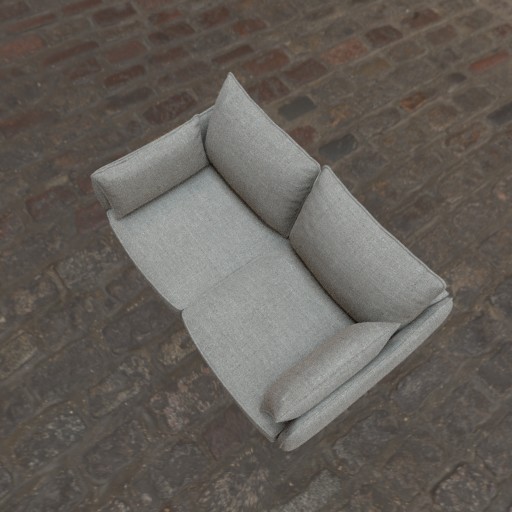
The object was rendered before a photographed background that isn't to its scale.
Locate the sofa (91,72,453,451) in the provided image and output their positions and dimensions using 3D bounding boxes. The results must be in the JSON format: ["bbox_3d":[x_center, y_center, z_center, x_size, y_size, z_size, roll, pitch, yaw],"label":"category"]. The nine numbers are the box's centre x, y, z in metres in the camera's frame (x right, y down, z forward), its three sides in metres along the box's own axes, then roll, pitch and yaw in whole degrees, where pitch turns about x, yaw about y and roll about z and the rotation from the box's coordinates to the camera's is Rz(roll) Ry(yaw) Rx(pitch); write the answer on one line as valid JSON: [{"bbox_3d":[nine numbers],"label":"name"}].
[{"bbox_3d":[0.000,0.000,2.148,0.972,0.851,1.580,-35,69,-16],"label":"sofa"}]
